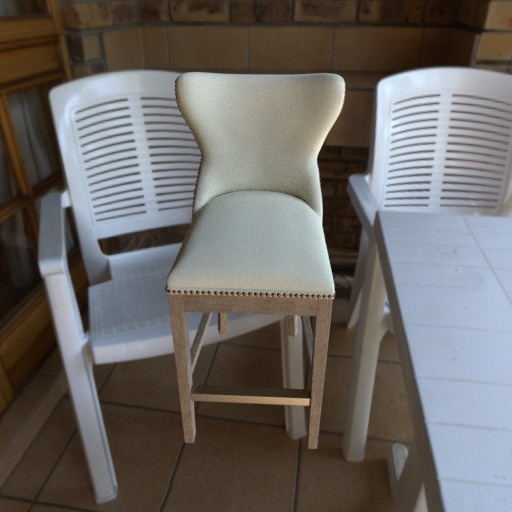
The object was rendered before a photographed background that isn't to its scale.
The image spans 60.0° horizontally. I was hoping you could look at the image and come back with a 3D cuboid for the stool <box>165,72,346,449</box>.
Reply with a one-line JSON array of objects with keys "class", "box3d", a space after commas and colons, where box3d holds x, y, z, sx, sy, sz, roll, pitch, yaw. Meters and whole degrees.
[{"class": "stool", "box3d": [0.000, 0.000, 1.351, 0.498, 0.981, 0.608, 2, 31, 3]}]
